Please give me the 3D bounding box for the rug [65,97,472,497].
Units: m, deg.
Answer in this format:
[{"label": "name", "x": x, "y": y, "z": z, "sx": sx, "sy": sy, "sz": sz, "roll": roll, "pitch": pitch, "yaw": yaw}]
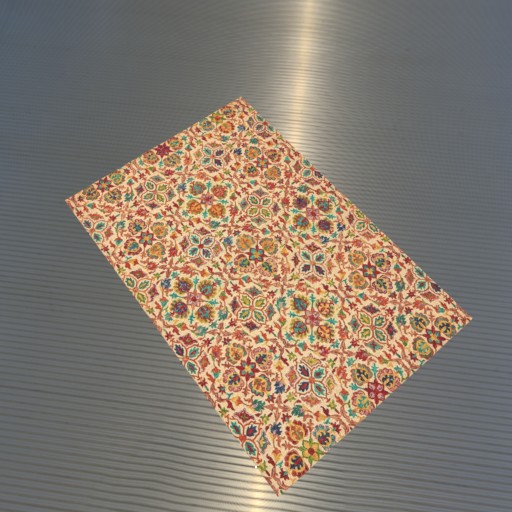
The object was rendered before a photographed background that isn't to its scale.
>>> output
[{"label": "rug", "x": 0.000, "y": 0.000, "z": 2.294, "sx": 1.226, "sy": 0.013, "sz": 1.838, "roll": -36, "pitch": 70, "yaw": -16}]
